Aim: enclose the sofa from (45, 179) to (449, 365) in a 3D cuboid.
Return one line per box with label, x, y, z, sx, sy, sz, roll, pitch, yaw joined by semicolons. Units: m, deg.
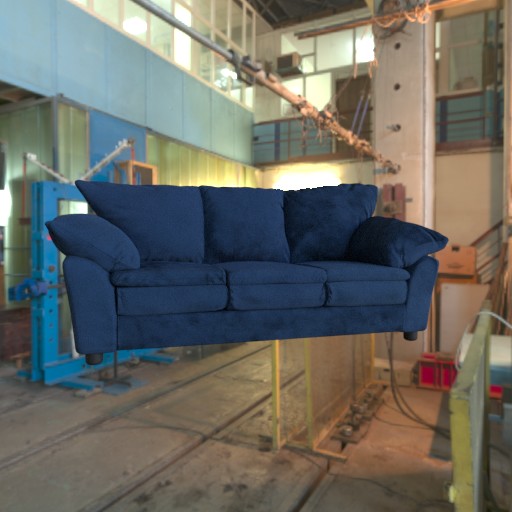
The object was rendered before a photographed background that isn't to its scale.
sofa;0.000;0.000;2.884;2.390;1.091;0.907;0;1;-18
